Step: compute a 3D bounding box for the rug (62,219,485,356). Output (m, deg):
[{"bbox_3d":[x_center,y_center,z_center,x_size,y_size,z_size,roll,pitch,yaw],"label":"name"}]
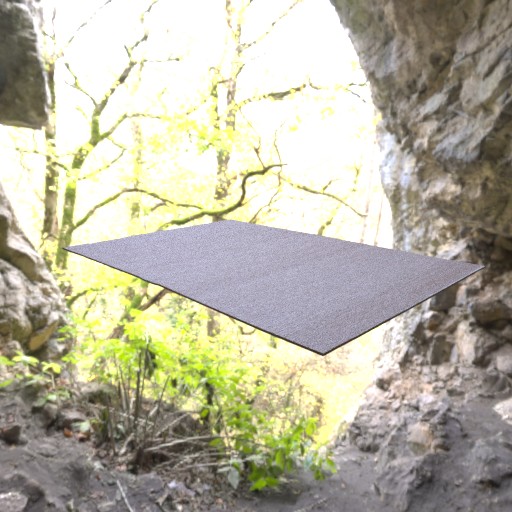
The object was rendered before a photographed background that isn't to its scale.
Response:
[{"bbox_3d":[0.000,0.000,2.876,1.596,0.030,2.283,-14,20,-43],"label":"rug"}]
